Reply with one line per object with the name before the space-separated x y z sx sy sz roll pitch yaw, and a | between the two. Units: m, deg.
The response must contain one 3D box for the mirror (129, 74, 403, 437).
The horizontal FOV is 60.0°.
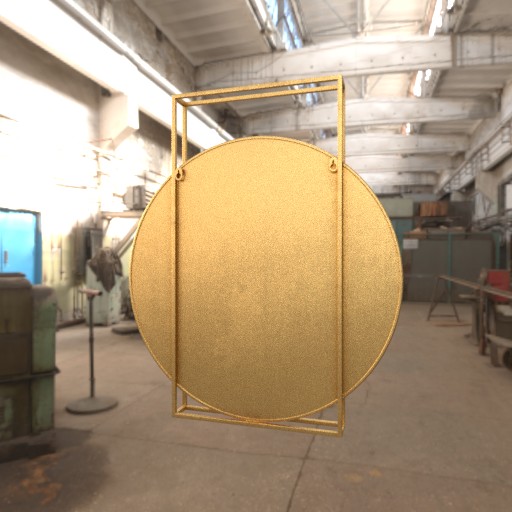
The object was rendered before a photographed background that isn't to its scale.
mirror | 0.000 0.000 0.806 0.508 0.603 0.051 0 0 17
